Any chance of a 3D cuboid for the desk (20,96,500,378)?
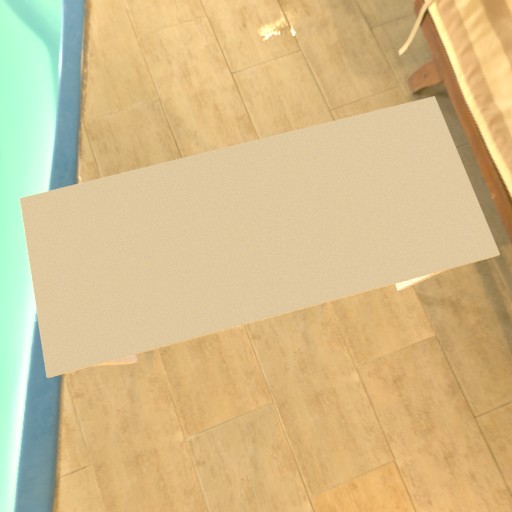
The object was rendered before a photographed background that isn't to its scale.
[{"bbox_3d":[0.000,0.000,1.730,1.372,0.774,0.559,-15,77,-4],"label":"desk"}]
